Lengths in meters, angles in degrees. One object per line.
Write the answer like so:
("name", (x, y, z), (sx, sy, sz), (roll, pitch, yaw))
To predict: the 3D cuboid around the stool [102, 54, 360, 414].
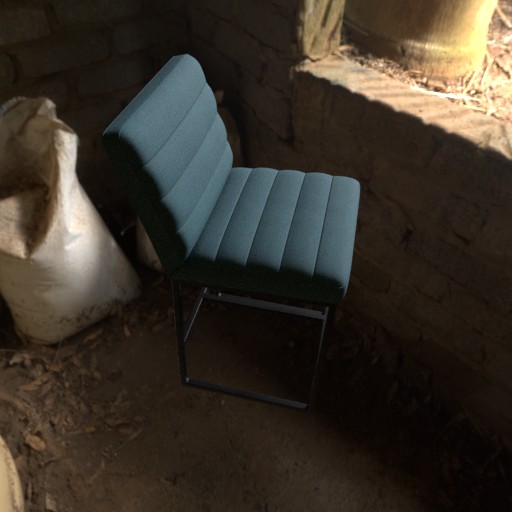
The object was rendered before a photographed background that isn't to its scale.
("stool", (0.000, 0.000, 1.380), (0.560, 1.040, 0.460), (10, 46, 9))
